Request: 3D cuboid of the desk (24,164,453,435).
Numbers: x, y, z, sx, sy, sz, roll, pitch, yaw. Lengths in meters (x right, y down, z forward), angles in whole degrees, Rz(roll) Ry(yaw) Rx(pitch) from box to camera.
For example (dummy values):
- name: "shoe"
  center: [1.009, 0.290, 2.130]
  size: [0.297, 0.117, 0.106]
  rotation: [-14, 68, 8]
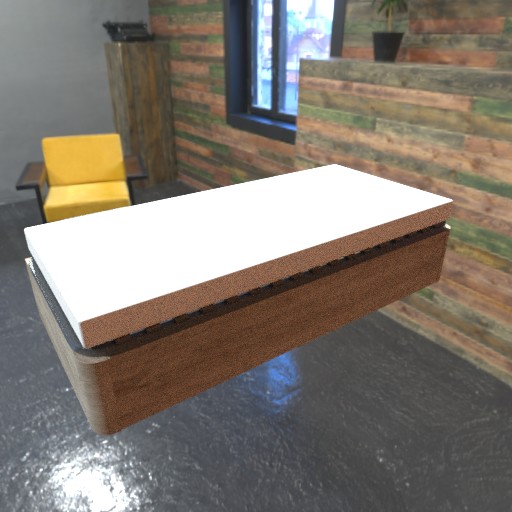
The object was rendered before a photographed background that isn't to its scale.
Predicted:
- name: "desk"
  center: [0.000, 0.000, 2.171]
  size: [1.900, 0.455, 0.900]
  rotation: [-17, 31, -31]
